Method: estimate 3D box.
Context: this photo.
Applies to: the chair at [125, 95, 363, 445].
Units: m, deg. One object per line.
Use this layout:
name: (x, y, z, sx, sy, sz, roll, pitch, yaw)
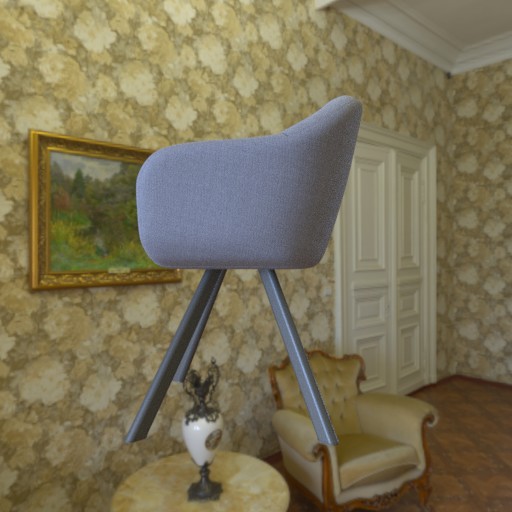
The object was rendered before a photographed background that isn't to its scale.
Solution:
chair: (0.000, 0.000, 1.181, 0.550, 0.795, 0.590, 0, 0, 2)
